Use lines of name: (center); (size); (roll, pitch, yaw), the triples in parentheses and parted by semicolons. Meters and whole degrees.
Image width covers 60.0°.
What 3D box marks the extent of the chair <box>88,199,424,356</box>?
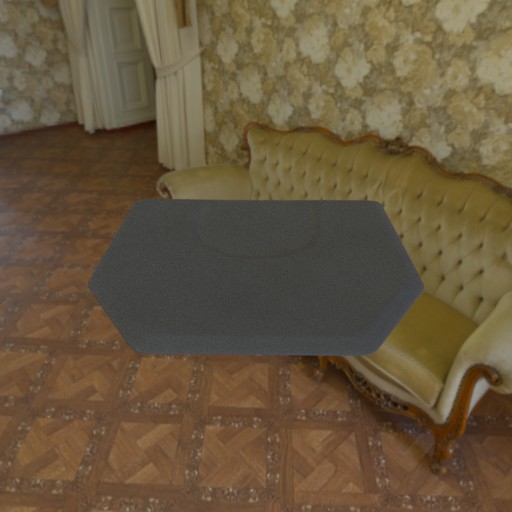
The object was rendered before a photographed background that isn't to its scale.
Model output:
chair: (0.000, 0.000, 1.979); (1.372, 0.024, 1.219); (0, 32, 1)
